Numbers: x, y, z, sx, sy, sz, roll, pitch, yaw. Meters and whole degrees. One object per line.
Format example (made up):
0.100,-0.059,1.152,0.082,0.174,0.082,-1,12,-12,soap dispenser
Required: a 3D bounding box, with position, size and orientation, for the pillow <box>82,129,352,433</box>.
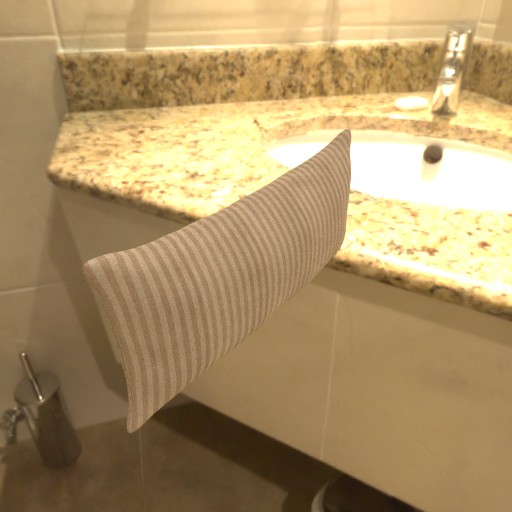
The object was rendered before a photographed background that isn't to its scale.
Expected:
0.000,0.000,0.760,0.151,0.295,0.617,23,39,31,pillow
